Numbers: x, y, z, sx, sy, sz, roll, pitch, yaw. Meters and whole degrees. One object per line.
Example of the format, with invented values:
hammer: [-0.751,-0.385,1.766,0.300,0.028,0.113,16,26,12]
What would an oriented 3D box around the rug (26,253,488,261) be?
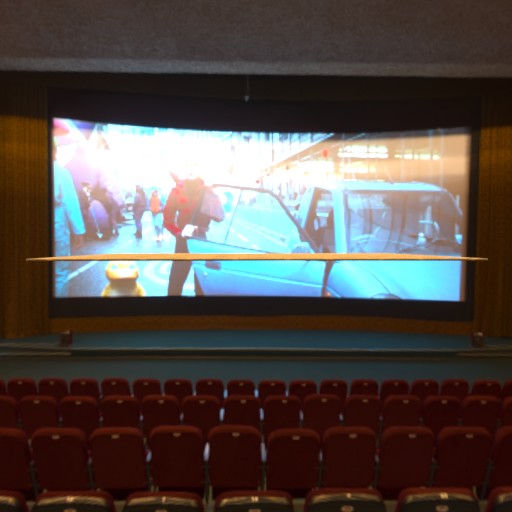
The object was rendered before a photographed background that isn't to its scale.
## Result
rug: [0.000,0.000,2.711,2.080,0.010,1.451,0,1,-1]
